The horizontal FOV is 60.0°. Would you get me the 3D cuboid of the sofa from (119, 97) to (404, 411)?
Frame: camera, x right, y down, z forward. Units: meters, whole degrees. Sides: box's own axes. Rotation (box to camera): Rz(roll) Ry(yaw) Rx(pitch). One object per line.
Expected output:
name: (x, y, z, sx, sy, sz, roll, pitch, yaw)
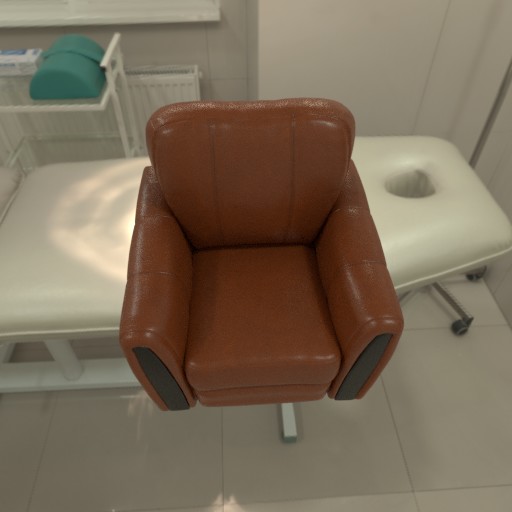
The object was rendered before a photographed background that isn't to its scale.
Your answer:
sofa: (0.000, 0.000, 1.526, 0.836, 0.876, 0.789, -3, 46, -3)
